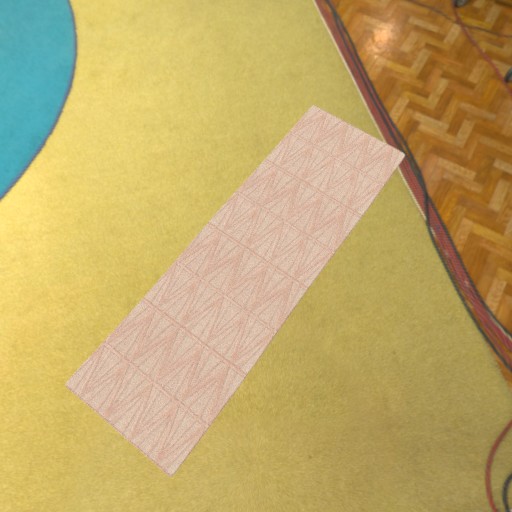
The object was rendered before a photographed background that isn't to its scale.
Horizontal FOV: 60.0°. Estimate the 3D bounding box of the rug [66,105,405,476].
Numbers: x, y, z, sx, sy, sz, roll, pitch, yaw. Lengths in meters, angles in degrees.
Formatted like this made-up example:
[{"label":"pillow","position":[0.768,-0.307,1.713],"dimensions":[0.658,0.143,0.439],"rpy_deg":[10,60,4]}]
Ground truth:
[{"label":"rug","position":[0.000,0.000,2.682],"dimensions":[0.760,0.015,2.435],"rpy_deg":[33,69,15]}]
